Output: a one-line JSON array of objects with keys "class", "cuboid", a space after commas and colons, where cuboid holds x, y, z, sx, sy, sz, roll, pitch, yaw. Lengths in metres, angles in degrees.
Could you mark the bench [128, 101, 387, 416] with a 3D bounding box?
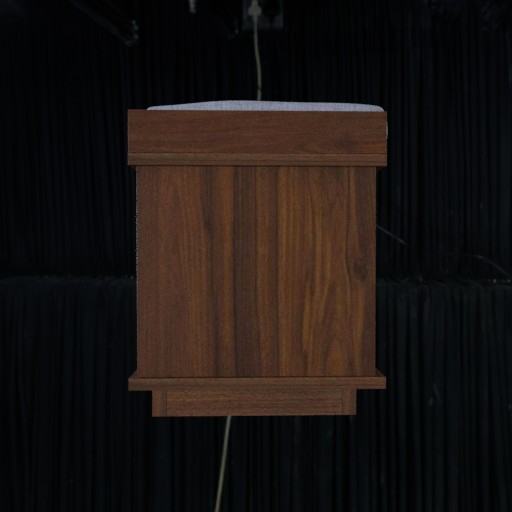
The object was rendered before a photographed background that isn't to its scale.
[{"class": "bench", "cuboid": [0.000, 0.000, 0.969, 0.362, 0.461, 0.734, 0, 1, -1]}]
